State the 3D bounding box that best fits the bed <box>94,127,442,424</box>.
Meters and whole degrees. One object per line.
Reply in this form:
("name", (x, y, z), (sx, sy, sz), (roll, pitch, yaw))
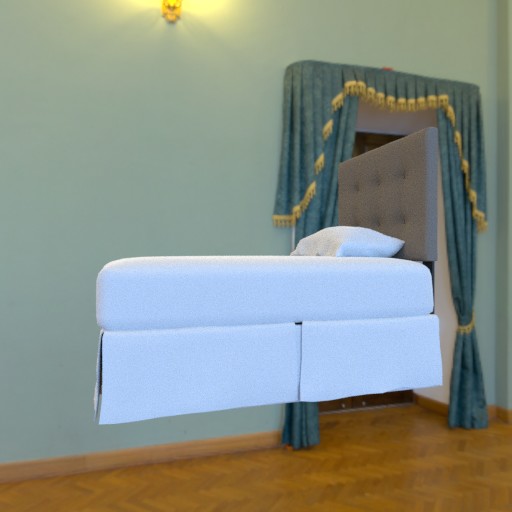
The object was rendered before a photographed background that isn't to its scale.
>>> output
("bed", (0.000, 0.000, 2.925), (1.997, 1.571, 1.261), (0, 0, -18))
